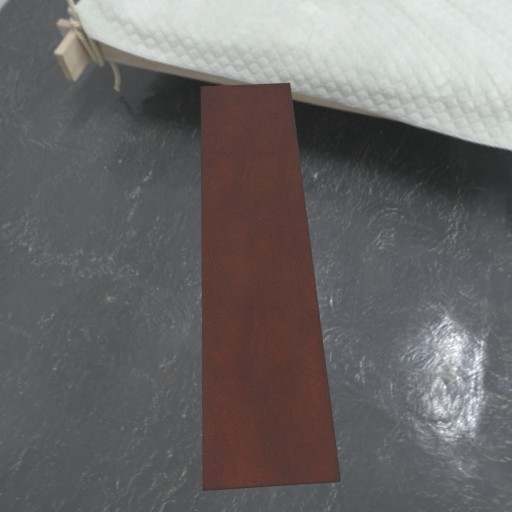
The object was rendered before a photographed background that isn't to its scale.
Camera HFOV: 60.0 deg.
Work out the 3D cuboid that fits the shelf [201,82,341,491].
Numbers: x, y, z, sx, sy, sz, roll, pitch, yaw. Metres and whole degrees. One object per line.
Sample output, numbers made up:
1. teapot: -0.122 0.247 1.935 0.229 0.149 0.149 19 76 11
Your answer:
1. shelf: 0.000 0.000 0.659 0.152 0.088 0.607 -3 64 -1
